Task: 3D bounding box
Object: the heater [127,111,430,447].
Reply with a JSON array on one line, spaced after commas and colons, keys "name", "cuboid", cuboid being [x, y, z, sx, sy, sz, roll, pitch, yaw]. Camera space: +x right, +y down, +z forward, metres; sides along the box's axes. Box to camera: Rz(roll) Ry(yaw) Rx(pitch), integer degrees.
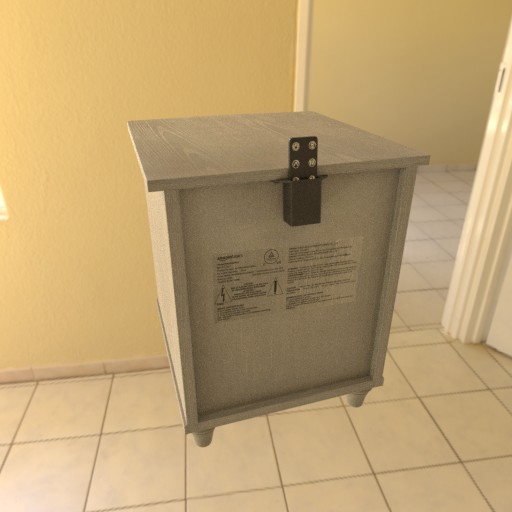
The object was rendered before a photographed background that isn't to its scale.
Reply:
[{"name": "heater", "cuboid": [0.000, 0.000, 0.771, 0.362, 0.481, 0.400, -8, 28, -16]}]
